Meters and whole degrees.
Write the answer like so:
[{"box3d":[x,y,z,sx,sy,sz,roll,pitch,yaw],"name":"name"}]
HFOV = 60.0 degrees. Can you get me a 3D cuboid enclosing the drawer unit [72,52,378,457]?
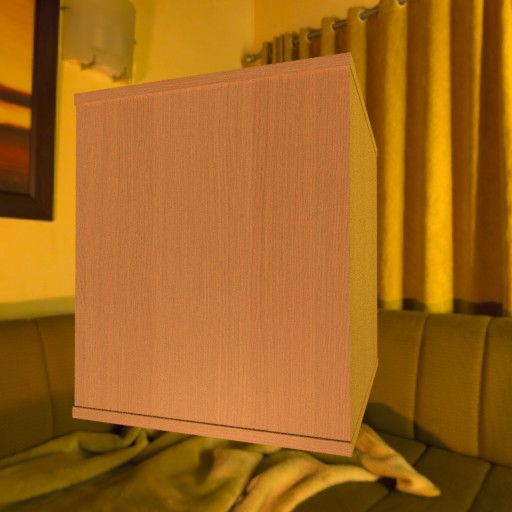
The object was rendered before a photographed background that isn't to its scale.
[{"box3d":[0.000,0.000,0.588,0.290,0.344,0.349,0,-1,19],"name":"drawer unit"}]
